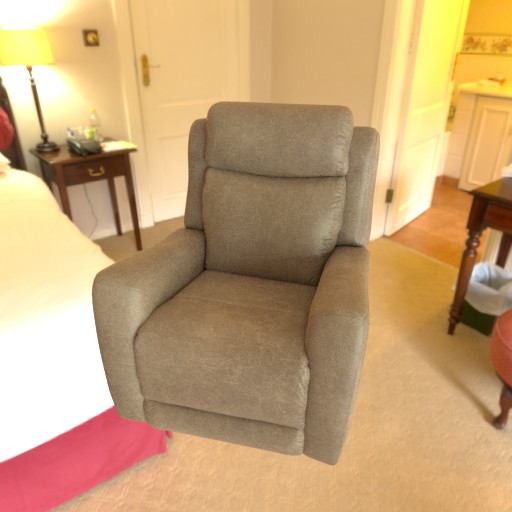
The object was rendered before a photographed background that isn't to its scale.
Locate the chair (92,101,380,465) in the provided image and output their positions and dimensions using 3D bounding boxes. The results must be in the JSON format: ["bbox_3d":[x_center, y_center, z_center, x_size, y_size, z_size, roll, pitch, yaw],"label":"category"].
[{"bbox_3d":[0.000,0.000,1.870,0.965,1.116,1.068,7,28,14],"label":"chair"}]
